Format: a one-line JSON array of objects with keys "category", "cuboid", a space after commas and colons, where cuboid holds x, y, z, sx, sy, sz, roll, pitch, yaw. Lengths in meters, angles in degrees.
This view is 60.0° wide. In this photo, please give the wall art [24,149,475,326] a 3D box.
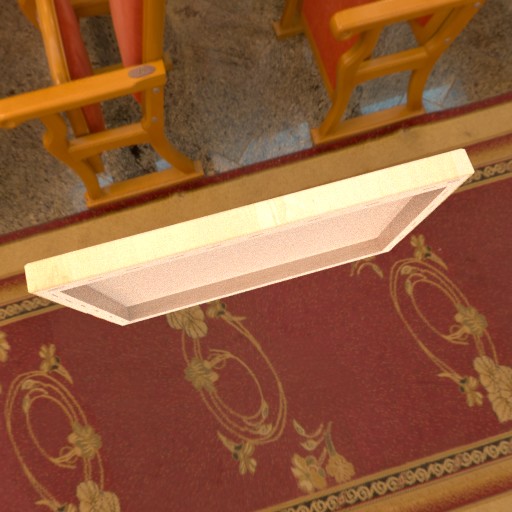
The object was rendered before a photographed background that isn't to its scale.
[{"category": "wall art", "cuboid": [0.000, 0.000, 0.784, 0.613, 0.402, 0.040, -15, 76, -4]}]
